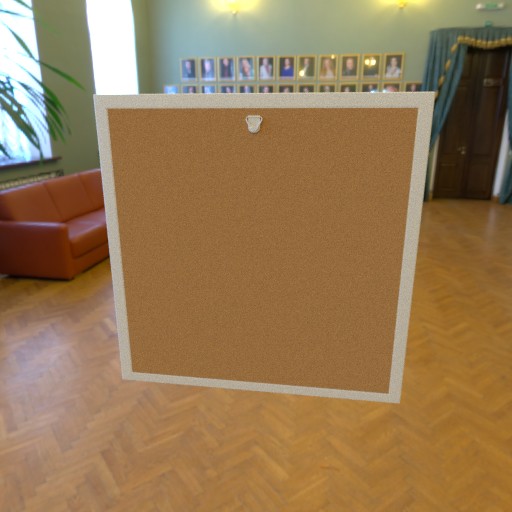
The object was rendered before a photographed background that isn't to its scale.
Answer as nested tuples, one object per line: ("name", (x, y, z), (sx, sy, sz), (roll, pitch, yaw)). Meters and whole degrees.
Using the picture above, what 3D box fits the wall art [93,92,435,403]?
("wall art", (0.000, 0.000, 1.105), (0.761, 0.762, 0.050), (3, 18, 8))
